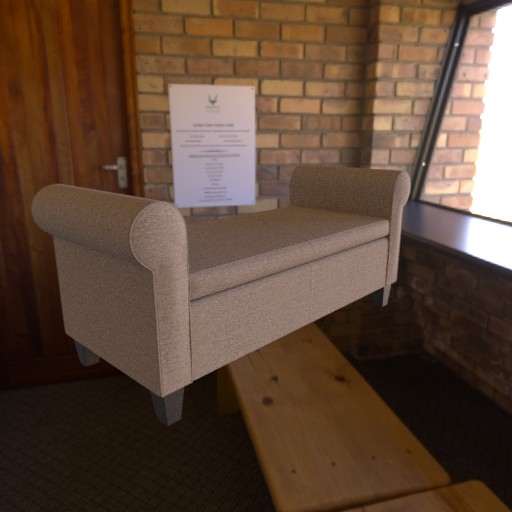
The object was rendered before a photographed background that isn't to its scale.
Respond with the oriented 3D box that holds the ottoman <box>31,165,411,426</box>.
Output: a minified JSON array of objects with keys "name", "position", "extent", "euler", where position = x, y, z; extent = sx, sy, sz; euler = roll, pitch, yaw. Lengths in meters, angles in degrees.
[{"name":"ottoman","position":[0.000,0.000,1.536],"extent":[0.521,0.547,1.256],"euler":[14,21,42]}]
